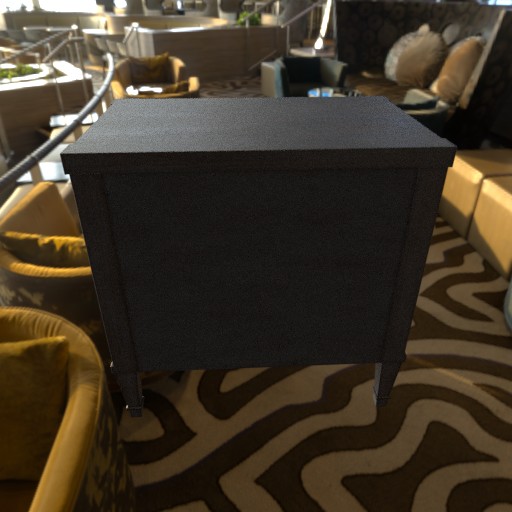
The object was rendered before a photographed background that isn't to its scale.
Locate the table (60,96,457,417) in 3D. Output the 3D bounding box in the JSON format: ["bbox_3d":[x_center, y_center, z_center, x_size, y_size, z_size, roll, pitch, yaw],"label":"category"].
[{"bbox_3d":[0.000,0.000,1.080,0.660,0.660,0.413,-2,31,-3],"label":"table"}]
